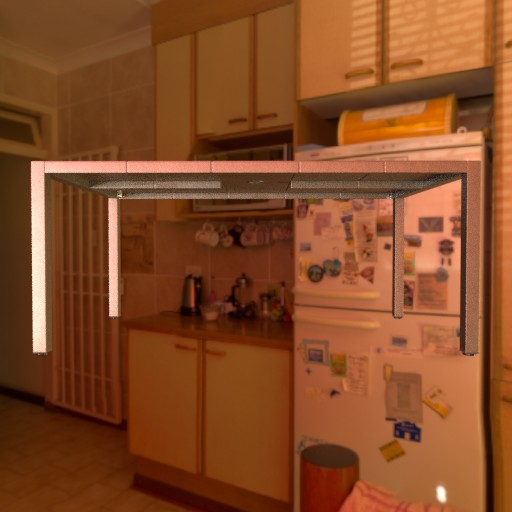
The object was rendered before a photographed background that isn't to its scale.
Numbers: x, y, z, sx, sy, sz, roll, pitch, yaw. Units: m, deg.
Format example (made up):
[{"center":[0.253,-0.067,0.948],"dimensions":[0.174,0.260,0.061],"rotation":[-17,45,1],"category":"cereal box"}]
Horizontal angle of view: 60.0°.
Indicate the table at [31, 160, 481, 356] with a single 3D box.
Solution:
[{"center":[0.000,0.000,2.116],"dimensions":[1.680,0.735,0.914],"rotation":[0,1,0],"category":"table"}]
